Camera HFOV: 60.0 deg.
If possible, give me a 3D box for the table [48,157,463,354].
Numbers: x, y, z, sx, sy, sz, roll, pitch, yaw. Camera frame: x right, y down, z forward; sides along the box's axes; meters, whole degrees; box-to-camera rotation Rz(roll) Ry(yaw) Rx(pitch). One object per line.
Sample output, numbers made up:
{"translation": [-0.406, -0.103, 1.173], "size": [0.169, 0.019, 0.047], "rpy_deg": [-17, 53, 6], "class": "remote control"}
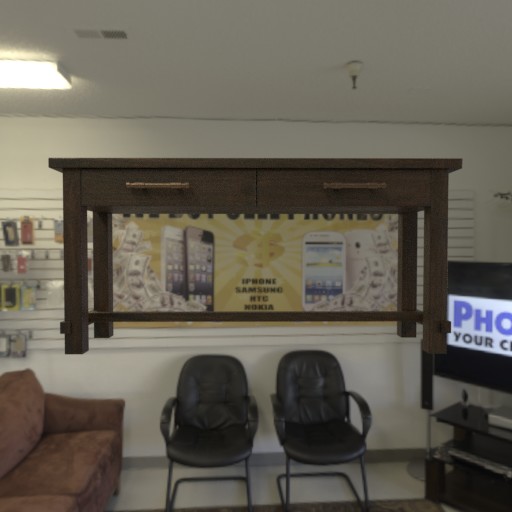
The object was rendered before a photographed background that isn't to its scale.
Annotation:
{"translation": [0.000, 0.000, 1.903], "size": [1.599, 0.762, 0.442], "rpy_deg": [0, 1, -1], "class": "table"}
